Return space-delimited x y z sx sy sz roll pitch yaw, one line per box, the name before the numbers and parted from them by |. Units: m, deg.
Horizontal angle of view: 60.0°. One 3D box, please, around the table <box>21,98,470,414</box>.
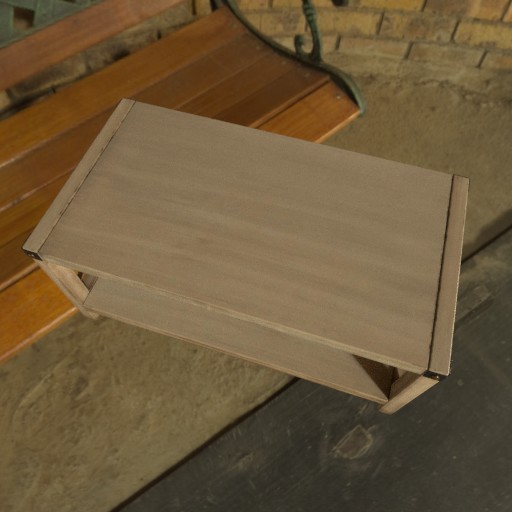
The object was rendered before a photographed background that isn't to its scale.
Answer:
table | 0.000 0.000 1.302 1.016 0.456 0.559 16 62 9
